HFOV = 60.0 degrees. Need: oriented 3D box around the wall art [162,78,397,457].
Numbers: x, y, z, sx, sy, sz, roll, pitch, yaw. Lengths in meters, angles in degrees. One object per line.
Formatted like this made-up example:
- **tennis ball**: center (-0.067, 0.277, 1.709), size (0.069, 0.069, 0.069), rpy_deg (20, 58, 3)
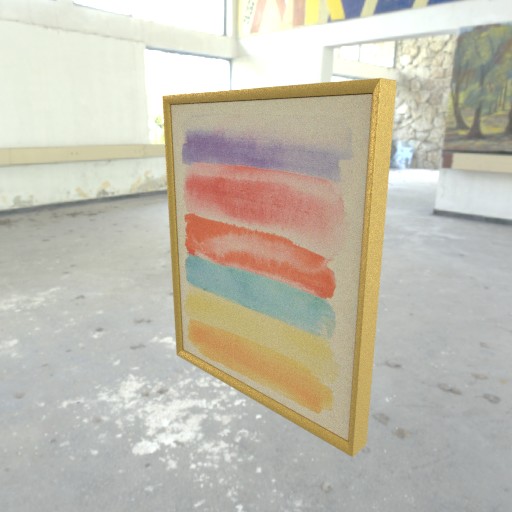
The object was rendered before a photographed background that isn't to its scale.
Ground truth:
- **wall art**: center (0.000, 0.000, 0.910), size (0.537, 0.642, 0.048), rpy_deg (15, 22, 42)
